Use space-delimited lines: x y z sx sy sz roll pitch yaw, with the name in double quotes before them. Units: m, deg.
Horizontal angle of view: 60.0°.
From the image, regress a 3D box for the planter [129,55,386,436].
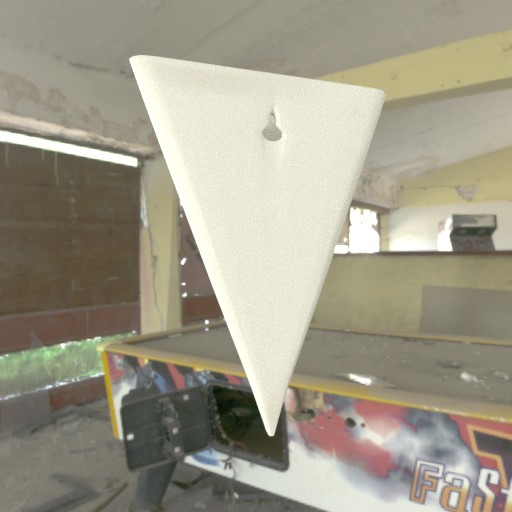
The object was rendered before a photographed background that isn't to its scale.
"planter" 0.000 0.000 0.267 0.150 0.197 0.060 0 -1 -19
